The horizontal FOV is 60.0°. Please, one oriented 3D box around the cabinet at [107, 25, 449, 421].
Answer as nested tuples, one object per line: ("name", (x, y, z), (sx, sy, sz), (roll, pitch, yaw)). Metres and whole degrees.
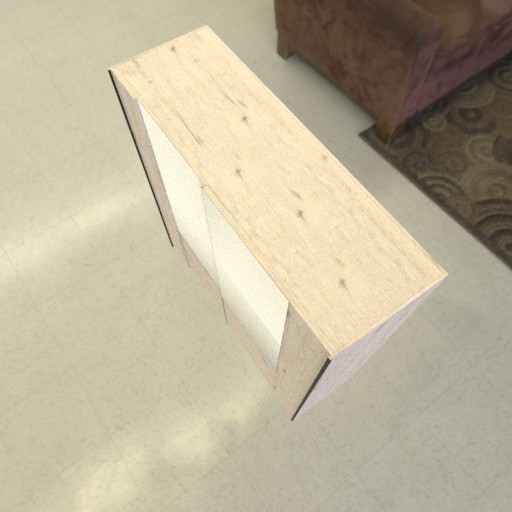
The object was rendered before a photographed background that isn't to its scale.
("cabinet", (0.000, 0.000, 3.189), (0.660, 2.180, 2.000), (-32, 68, -15))
